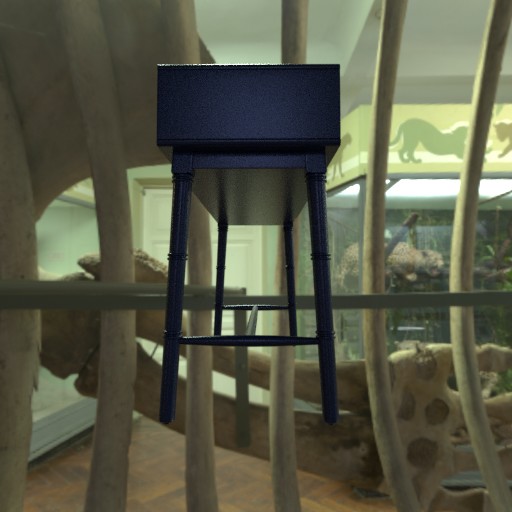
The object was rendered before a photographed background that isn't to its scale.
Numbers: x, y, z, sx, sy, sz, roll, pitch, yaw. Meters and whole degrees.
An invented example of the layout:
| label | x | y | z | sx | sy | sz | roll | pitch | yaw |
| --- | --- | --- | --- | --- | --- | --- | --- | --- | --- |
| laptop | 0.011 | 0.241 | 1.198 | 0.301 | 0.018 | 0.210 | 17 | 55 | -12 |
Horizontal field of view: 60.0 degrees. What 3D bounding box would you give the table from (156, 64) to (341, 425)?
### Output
| label | x | y | z | sx | sy | sz | roll | pitch | yaw |
| --- | --- | --- | --- | --- | --- | --- | --- | --- | --- |
| table | 0.000 | 0.000 | 1.460 | 0.399 | 0.749 | 1.118 | 0 | -3 | 1 |
